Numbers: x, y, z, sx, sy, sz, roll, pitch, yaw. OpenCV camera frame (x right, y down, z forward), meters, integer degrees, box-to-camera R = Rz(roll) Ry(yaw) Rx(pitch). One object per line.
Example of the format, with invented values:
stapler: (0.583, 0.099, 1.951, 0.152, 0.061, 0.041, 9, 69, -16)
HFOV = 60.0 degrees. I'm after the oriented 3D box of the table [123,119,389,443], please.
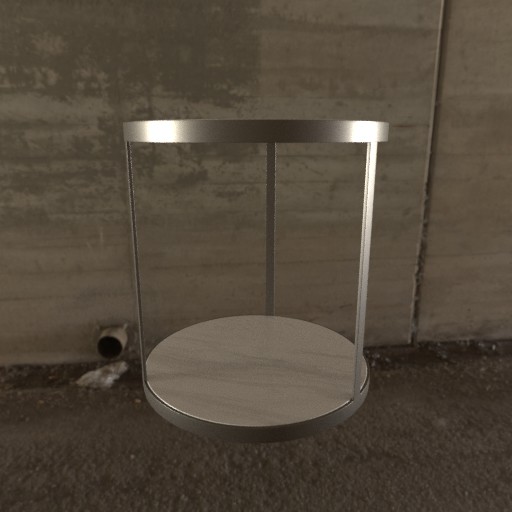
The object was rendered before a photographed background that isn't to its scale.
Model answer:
table: (0.000, 0.000, 0.835, 0.445, 0.479, 0.445, 0, 15, 0)
